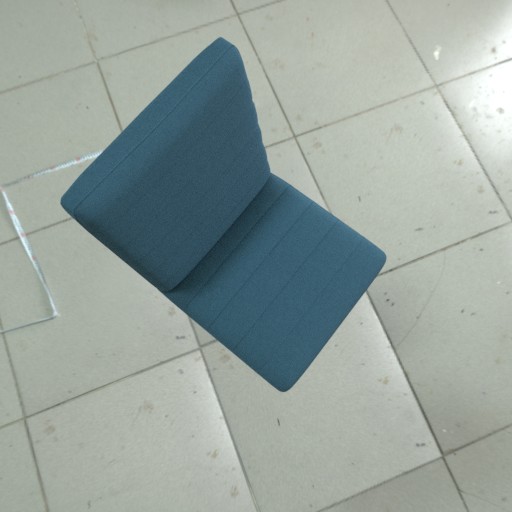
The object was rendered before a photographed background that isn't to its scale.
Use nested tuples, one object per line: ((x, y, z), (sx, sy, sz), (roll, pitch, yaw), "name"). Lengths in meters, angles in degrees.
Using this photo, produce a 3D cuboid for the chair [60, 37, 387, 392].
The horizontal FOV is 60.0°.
((0.000, 0.000, 1.315), (0.634, 0.930, 0.520), (38, 79, 9), "chair")
